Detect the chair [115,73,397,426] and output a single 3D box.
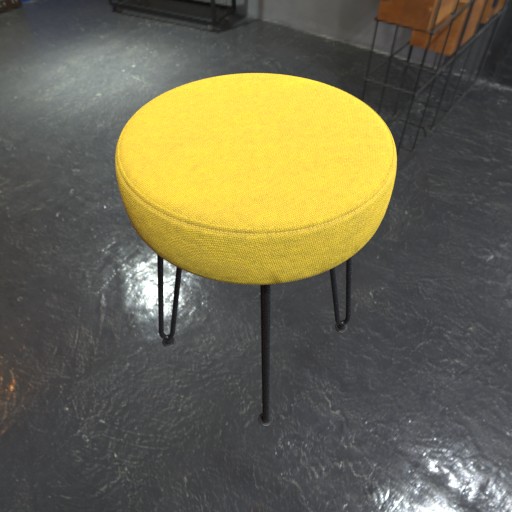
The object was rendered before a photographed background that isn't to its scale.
[{"bbox_3d":[0.000,0.000,0.698,0.345,0.455,0.345,31,55,25],"label":"chair"}]
